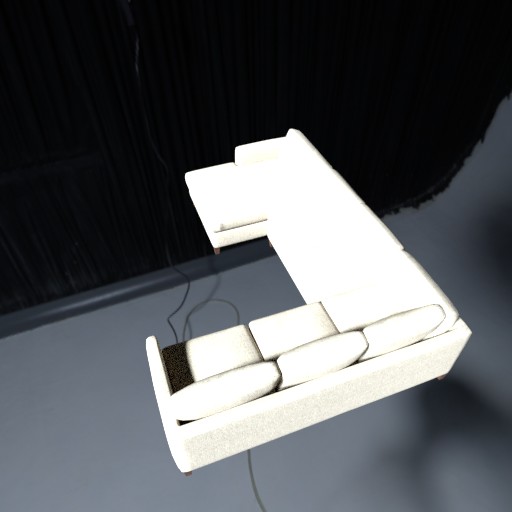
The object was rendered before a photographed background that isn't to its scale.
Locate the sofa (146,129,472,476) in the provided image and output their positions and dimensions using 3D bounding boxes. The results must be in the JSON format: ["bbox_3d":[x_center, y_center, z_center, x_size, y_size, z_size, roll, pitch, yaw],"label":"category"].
[{"bbox_3d":[0.000,0.000,4.640,2.593,0.959,3.460,-15,47,-14],"label":"sofa"}]
